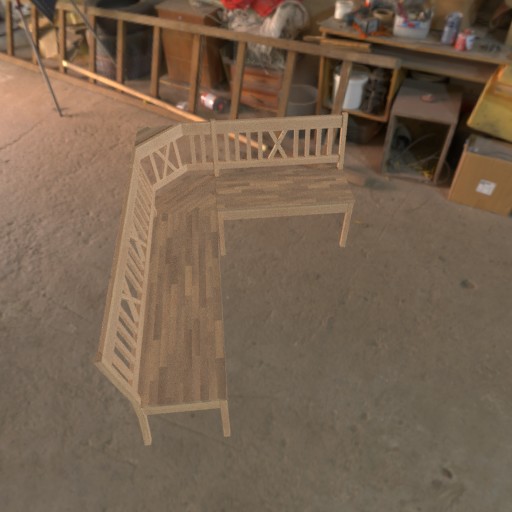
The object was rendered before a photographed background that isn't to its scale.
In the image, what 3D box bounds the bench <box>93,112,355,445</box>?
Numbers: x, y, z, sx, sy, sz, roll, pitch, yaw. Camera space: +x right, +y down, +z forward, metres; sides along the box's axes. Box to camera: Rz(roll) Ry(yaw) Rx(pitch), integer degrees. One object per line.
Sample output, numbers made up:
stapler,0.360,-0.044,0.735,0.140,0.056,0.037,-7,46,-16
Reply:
bench,0.000,0.000,2.866,1.537,0.902,1.937,-4,46,-4
